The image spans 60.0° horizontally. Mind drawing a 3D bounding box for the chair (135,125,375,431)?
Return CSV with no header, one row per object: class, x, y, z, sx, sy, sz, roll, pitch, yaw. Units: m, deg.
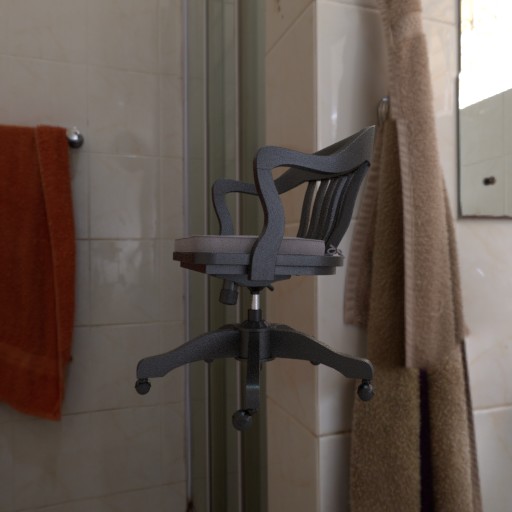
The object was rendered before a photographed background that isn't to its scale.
chair,0.000,0.000,1.489,0.788,0.878,0.750,0,1,-17
